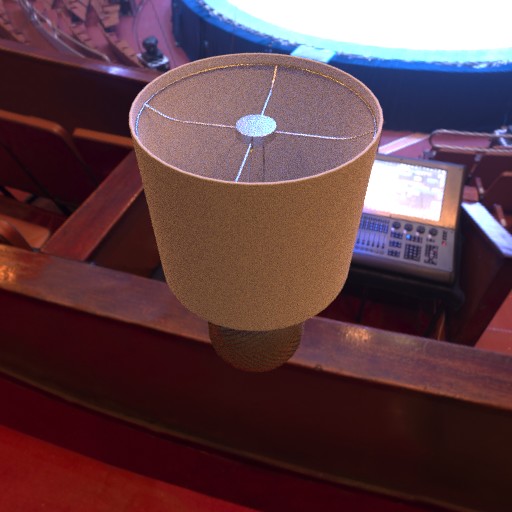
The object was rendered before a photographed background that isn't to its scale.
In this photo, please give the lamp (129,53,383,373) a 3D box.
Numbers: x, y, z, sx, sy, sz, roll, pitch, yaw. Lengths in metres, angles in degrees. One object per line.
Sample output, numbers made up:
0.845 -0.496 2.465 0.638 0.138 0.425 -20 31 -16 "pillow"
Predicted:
0.000 0.000 0.501 0.207 0.366 0.207 9 48 8 "lamp"
